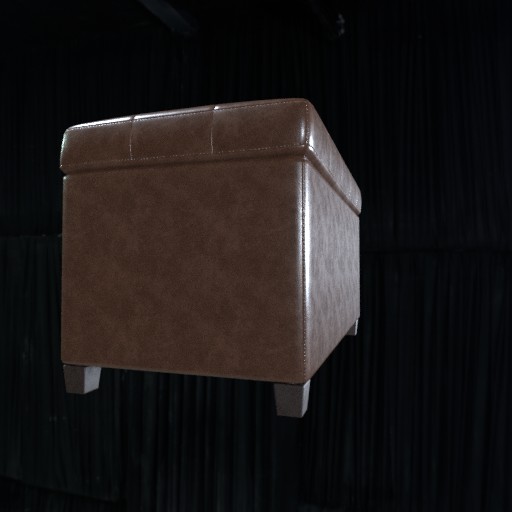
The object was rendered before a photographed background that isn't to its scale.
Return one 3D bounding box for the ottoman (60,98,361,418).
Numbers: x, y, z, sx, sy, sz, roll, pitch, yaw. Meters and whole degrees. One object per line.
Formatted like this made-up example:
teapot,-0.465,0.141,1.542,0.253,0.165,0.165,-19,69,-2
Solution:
ottoman,0.000,0.000,1.067,0.432,0.470,0.838,0,-1,18
